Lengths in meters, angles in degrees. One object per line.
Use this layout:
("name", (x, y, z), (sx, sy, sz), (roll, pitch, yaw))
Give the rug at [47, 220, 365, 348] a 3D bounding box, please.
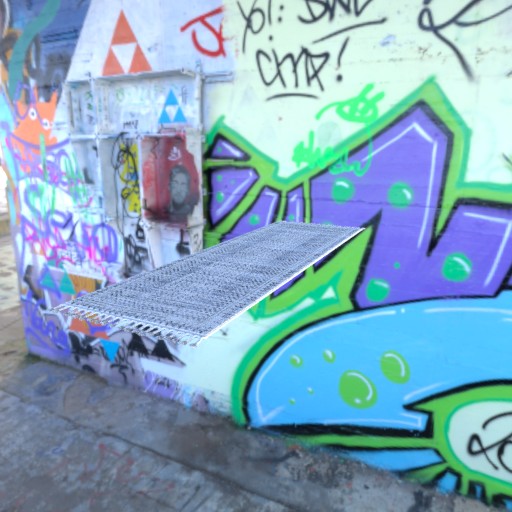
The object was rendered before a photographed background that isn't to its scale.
("rug", (0.000, 0.000, 2.793), (0.786, 0.013, 2.480), (7, 16, 26))
